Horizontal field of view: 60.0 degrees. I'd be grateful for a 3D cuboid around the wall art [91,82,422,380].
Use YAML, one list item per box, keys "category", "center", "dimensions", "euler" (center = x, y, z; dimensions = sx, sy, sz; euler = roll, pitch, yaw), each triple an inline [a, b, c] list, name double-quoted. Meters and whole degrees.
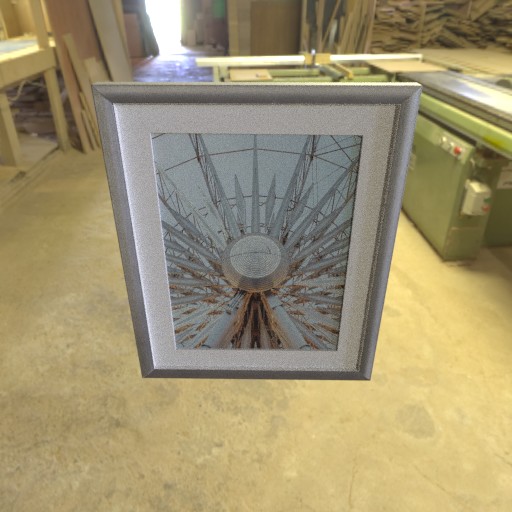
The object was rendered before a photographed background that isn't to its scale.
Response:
- category: "wall art"
  center: [0.000, 0.000, 0.761]
  dimensions: [0.458, 0.558, 0.029]
  euler: [0, 30, 1]
